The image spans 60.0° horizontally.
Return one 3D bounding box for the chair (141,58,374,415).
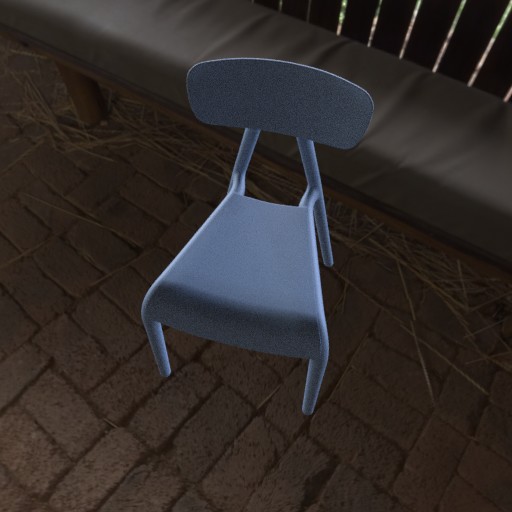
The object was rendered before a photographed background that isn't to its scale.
[{"bbox_3d":[0.000,0.000,0.840,0.356,0.580,0.401,13,61,7],"label":"chair"}]
